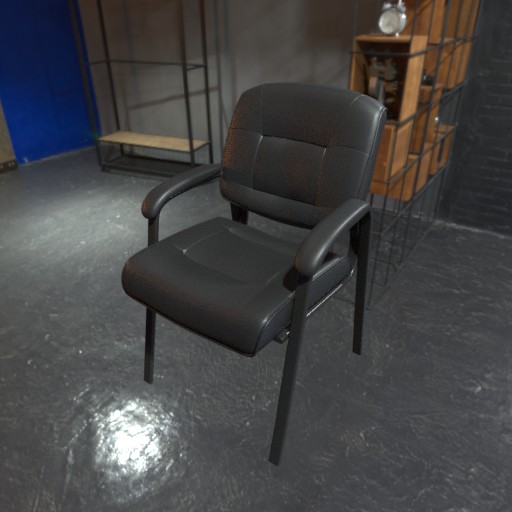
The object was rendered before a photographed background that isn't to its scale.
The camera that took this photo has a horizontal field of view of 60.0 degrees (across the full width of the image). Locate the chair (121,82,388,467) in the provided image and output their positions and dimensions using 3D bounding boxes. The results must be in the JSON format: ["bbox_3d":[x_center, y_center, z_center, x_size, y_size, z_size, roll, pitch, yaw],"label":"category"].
[{"bbox_3d":[0.000,0.000,1.331,0.591,0.910,0.668,20,35,31],"label":"chair"}]
